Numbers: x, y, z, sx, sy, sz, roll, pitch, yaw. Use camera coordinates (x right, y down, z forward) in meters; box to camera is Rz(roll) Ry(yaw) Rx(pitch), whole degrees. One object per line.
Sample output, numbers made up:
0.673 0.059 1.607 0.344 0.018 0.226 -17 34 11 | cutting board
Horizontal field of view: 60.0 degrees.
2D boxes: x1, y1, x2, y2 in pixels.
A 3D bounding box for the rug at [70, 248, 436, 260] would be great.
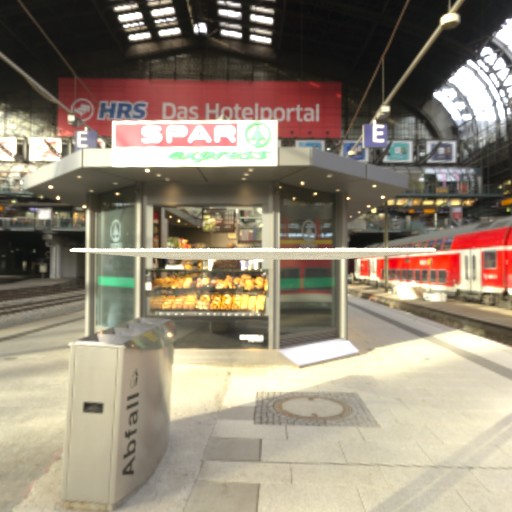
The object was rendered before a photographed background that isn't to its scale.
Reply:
0.000 0.000 2.954 1.514 0.014 2.275 0 -1 1 | rug
